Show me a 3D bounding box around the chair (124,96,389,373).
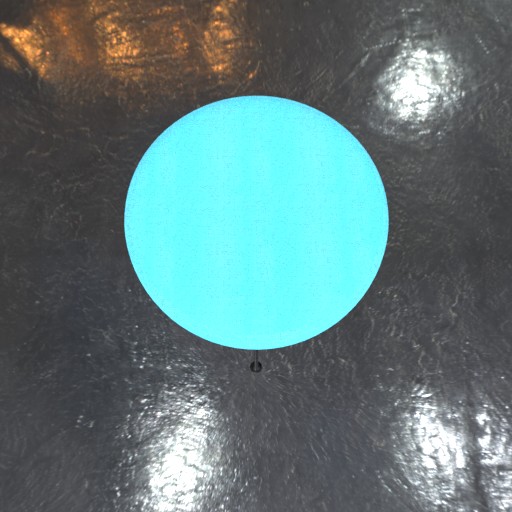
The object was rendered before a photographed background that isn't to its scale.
[{"bbox_3d":[0.000,0.000,0.690,0.350,0.440,0.350,-1,75,0],"label":"chair"}]
